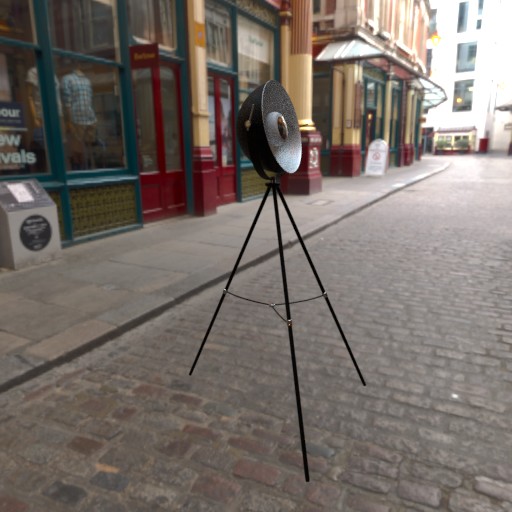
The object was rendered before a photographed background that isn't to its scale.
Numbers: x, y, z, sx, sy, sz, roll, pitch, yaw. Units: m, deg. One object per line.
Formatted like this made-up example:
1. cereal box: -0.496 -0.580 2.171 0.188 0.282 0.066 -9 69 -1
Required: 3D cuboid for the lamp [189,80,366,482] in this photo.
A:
1. lamp: 0.000 0.000 2.040 0.920 1.512 0.817 7 15 25
